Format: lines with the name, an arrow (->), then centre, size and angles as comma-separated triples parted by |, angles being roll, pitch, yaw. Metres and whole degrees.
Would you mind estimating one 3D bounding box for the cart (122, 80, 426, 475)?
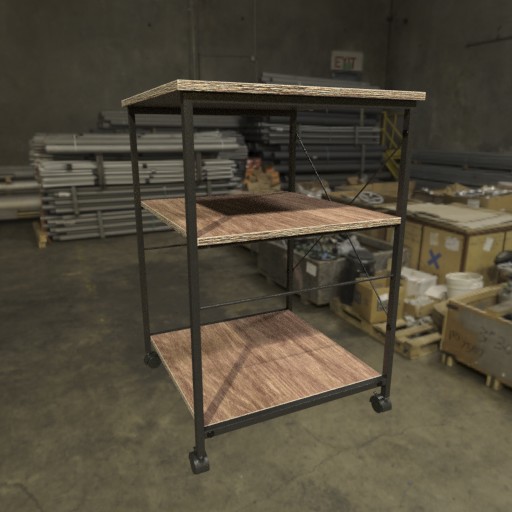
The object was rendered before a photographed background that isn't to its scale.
cart -> 0.000, 0.000, 1.125 | 0.520, 0.762, 0.521 | -7, 17, -25
